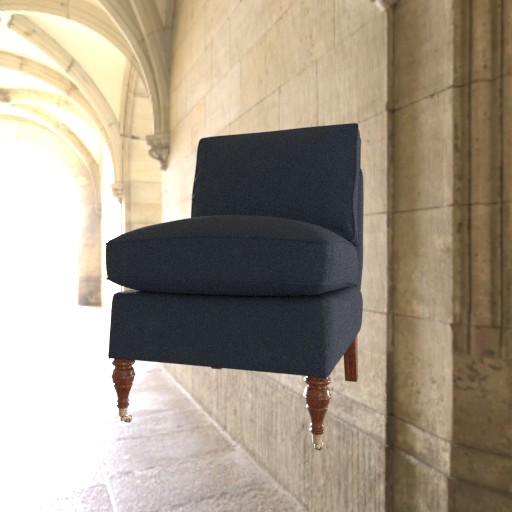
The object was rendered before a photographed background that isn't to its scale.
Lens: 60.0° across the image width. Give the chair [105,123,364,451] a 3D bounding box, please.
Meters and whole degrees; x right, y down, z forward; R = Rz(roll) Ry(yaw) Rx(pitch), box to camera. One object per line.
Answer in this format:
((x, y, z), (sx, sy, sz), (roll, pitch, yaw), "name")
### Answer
((0.000, 0.000, 1.641), (0.724, 1.052, 0.912), (0, 0, 19), "chair")
